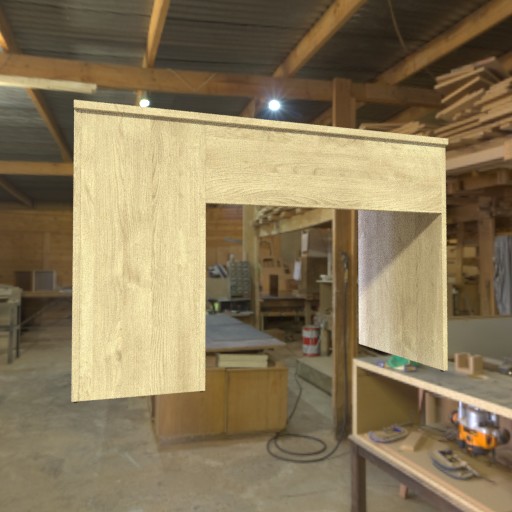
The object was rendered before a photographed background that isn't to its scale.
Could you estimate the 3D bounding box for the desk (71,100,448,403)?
[{"bbox_3d":[0.000,0.000,1.493,1.097,0.735,0.560,0,-1,-17],"label":"desk"}]
